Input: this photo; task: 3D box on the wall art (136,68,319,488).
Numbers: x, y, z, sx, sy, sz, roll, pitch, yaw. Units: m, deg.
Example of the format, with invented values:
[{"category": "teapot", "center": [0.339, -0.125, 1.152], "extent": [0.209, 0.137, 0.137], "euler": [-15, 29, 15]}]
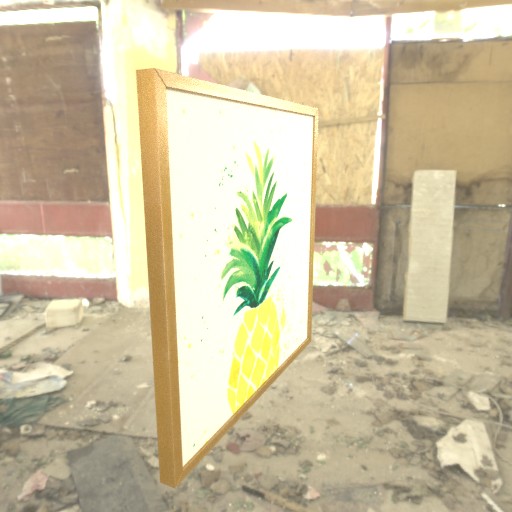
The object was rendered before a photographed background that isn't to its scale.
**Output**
[{"category": "wall art", "center": [0.000, 0.000, 1.108], "extent": [0.037, 0.760, 0.762], "euler": [7, 15, 26]}]
